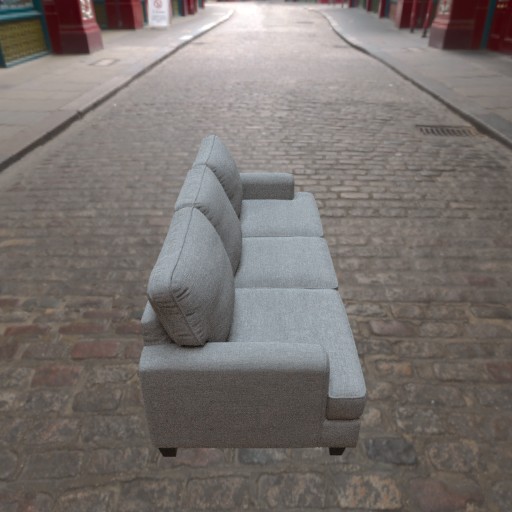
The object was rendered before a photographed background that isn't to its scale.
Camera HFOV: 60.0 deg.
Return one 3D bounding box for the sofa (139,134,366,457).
[{"bbox_3d":[0.000,0.000,2.697,0.951,0.965,2.158,0,31,0],"label":"sofa"}]
